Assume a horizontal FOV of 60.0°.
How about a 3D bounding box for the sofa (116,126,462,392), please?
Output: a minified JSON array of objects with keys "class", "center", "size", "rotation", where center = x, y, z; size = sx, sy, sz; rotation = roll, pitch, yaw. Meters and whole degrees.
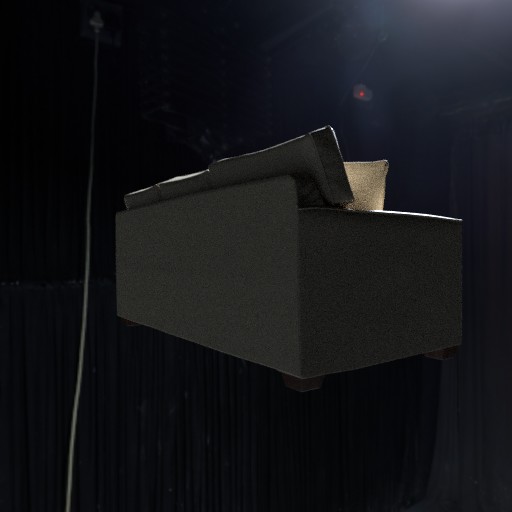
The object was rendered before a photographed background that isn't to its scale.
[{"class":"sofa","center":[0.000,0.000,2.567],"size":[1.034,0.946,1.962],"rotation":[0,0,-35]}]
